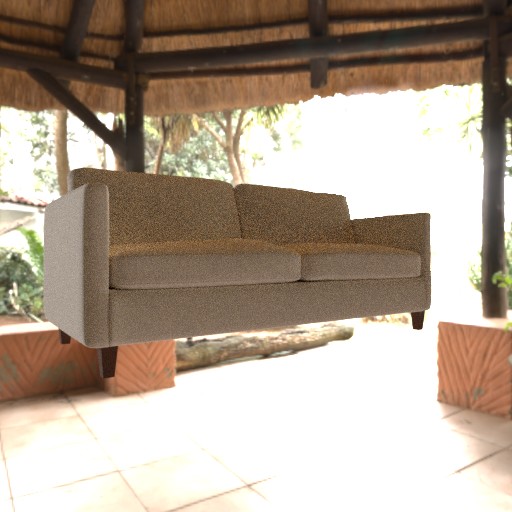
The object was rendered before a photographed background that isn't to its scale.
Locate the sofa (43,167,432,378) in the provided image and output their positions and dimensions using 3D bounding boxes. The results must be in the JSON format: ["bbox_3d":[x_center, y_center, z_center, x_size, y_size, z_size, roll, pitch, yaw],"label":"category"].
[{"bbox_3d":[0.000,0.000,2.578,2.139,0.933,0.924,0,0,-34],"label":"sofa"}]
